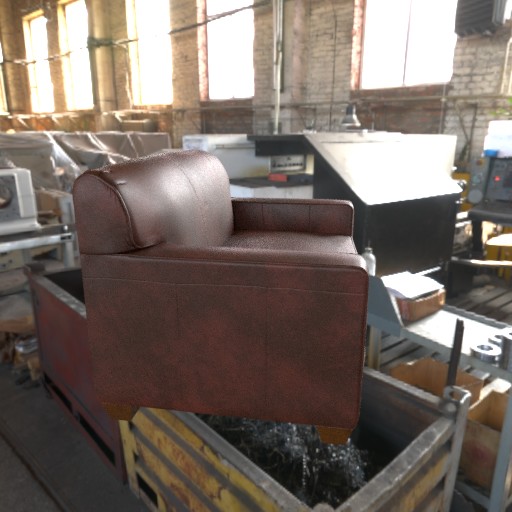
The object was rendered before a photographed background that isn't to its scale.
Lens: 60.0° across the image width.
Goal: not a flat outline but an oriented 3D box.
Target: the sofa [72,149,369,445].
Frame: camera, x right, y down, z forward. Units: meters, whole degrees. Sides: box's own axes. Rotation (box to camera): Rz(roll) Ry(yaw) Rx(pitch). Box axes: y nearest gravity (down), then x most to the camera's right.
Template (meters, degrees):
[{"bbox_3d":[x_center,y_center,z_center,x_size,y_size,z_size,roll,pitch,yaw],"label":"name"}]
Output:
[{"bbox_3d":[0.000,0.000,2.092,1.000,0.956,1.413,3,16,9],"label":"sofa"}]
